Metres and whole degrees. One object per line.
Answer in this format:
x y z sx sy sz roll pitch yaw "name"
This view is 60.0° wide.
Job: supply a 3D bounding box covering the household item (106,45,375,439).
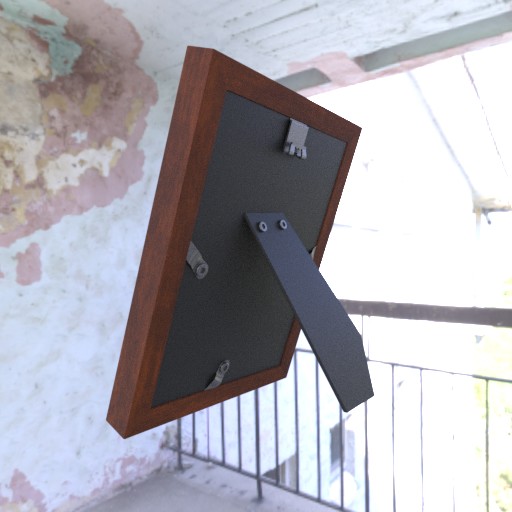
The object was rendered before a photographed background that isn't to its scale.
0.000 0.000 0.290 0.096 0.204 0.160 0 0 38 "household item"
